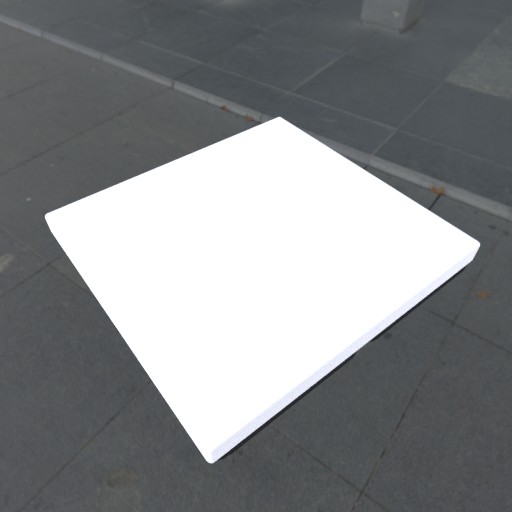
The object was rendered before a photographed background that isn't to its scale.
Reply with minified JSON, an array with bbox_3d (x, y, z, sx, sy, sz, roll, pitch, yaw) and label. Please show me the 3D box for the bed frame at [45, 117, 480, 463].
[{"bbox_3d":[0.000,0.000,3.002,2.033,0.525,1.935,-30,54,-25],"label":"bed frame"}]
